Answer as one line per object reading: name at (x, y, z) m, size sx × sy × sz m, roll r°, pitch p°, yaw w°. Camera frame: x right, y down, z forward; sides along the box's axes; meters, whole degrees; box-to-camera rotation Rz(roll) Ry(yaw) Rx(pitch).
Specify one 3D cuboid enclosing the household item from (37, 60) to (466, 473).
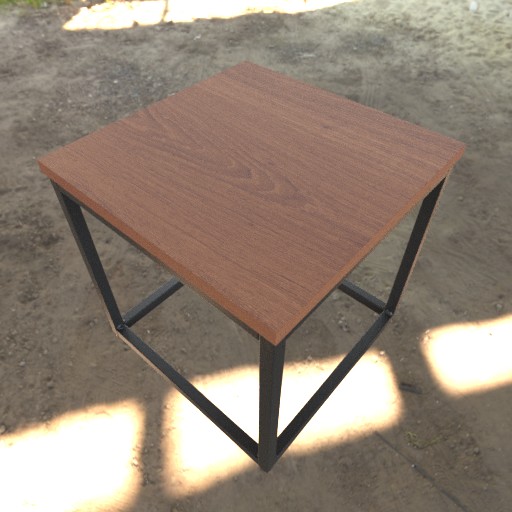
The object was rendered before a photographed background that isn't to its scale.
household item at (0.000, 0.000, 0.727) m, size 0.400 × 0.400 × 0.400 m, roll 33°, pitch 55°, yaw 27°
